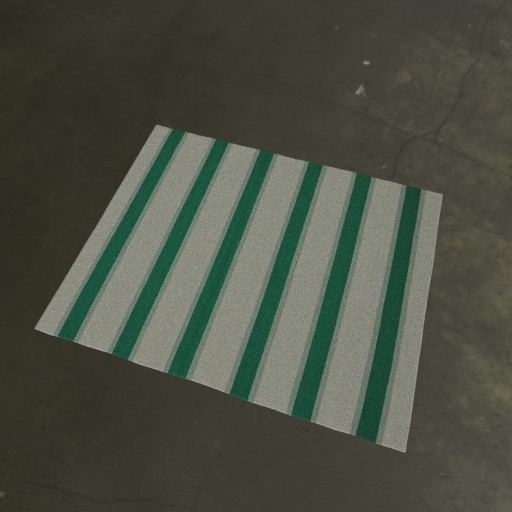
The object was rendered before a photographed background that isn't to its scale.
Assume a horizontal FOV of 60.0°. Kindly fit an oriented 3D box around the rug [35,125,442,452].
[{"bbox_3d":[0.000,0.000,3.974,3.041,0.019,2.434,16,62,9],"label":"rug"}]
